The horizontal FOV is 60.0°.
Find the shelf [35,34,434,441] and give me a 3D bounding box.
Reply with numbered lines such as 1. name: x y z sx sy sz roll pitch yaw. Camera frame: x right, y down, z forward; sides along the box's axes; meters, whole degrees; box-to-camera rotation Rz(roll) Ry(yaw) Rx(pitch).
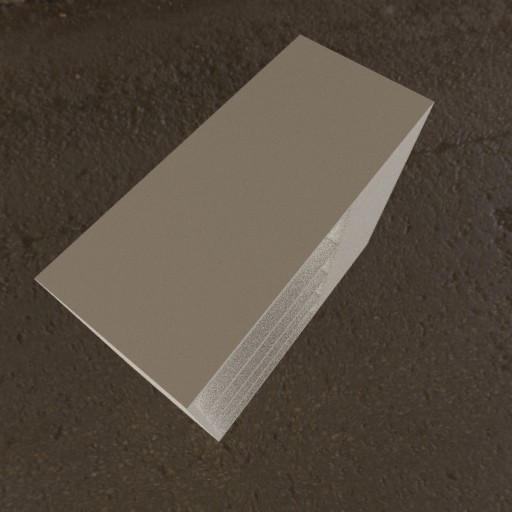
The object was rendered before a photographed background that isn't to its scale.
1. shelf: 0.000 0.000 1.291 0.396 0.732 0.895 35 68 16
